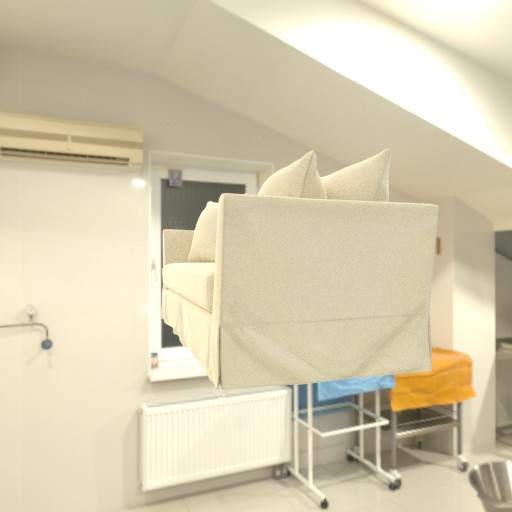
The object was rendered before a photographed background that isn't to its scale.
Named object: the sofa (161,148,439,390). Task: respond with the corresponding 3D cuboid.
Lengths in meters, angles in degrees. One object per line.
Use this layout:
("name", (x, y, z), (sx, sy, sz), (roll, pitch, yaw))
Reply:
("sofa", (0.000, 0.000, 2.869), (1.031, 1.034, 2.290), (0, 0, -17))
